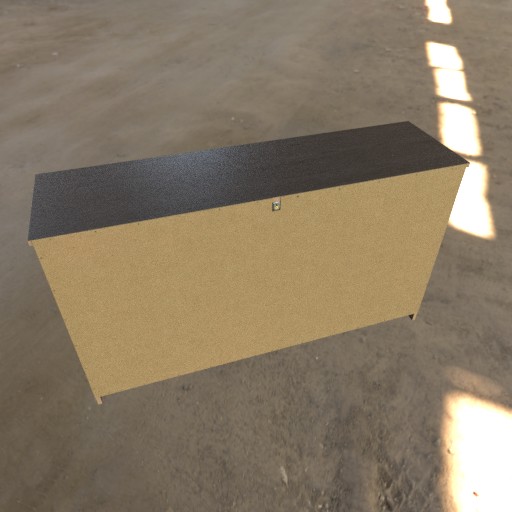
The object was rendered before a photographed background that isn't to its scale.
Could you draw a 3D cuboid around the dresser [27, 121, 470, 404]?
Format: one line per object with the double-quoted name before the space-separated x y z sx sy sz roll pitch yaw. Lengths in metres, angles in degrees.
"dresser" 0.000 0.000 1.682 1.360 0.755 0.401 -12 41 -14
